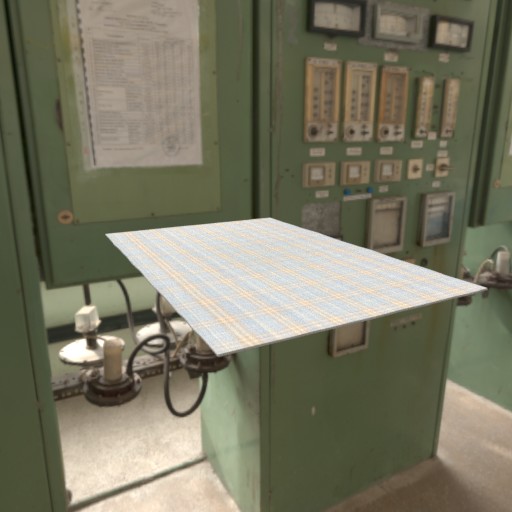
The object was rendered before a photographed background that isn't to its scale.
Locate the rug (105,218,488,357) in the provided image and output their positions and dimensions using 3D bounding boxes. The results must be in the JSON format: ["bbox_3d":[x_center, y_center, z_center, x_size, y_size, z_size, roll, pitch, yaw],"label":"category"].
[{"bbox_3d":[0.000,0.000,2.348,1.231,0.012,1.835,-8,17,-27],"label":"rug"}]
